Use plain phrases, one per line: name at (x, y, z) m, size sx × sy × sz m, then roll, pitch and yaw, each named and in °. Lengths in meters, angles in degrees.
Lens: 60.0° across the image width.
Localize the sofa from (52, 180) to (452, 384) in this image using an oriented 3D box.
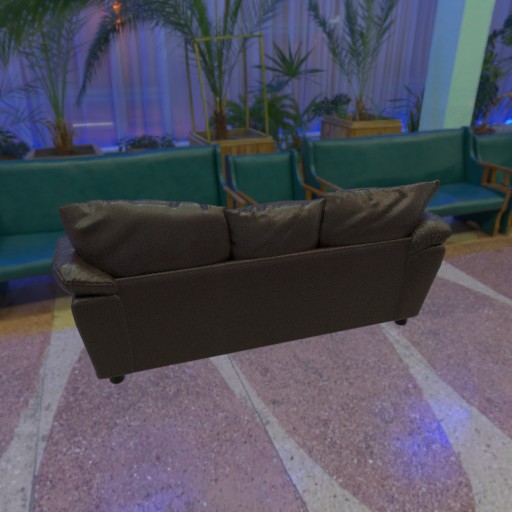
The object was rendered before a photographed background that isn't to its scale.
sofa at (0.000, 0.000, 2.864) m, size 2.390 × 1.091 × 0.907 m, roll -8°, pitch 27°, yaw -16°
